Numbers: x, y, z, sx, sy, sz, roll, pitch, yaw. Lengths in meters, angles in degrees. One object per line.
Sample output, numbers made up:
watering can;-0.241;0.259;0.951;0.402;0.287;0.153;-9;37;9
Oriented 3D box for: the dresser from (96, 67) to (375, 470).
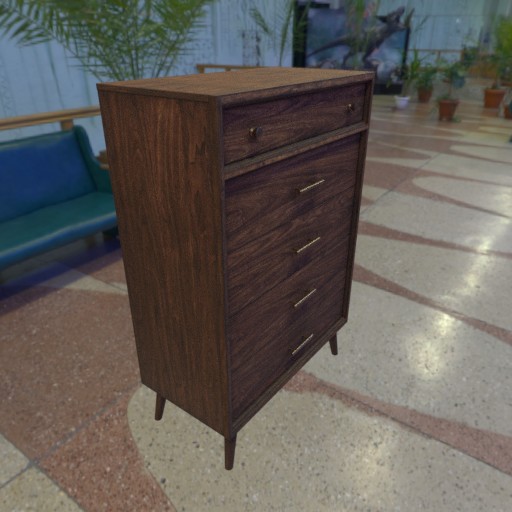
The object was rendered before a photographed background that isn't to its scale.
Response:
dresser;0.000;0.000;1.816;0.498;1.365;0.919;19;32;33
